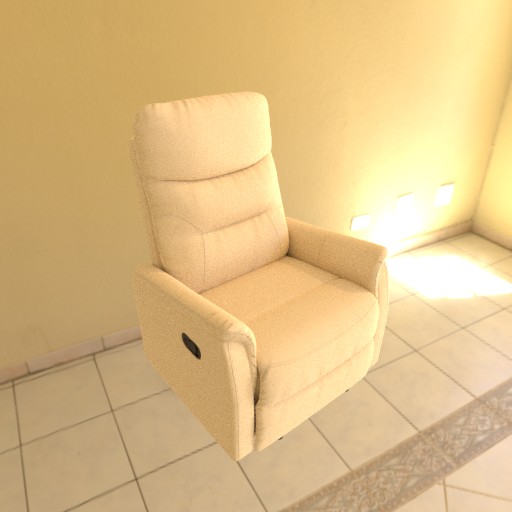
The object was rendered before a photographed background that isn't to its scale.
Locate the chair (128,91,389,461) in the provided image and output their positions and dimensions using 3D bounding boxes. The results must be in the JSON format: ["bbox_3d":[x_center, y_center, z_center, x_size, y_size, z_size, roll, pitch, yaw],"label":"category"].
[{"bbox_3d":[0.000,0.000,1.676,0.775,1.082,0.831,-22,37,-33],"label":"chair"}]
